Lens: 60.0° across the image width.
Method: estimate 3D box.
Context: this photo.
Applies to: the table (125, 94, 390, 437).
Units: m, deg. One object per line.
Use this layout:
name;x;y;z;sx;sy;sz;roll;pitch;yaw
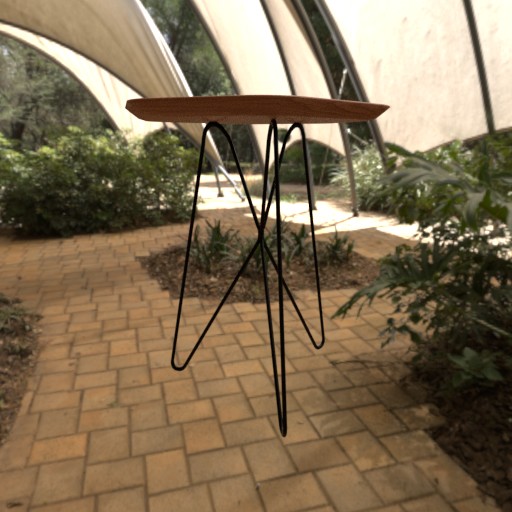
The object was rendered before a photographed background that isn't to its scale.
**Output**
table;0.000;0.000;0.879;0.500;0.562;0.400;-14;21;-43
